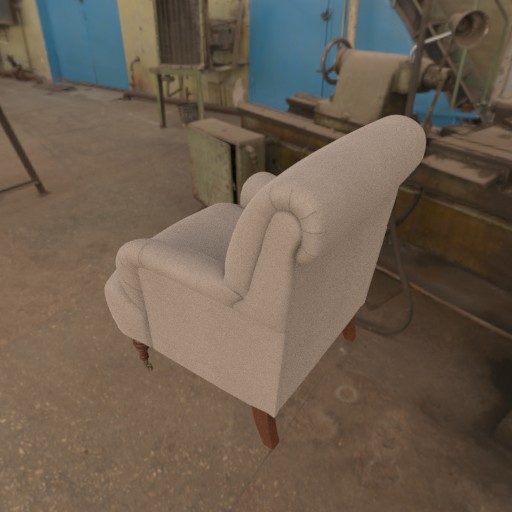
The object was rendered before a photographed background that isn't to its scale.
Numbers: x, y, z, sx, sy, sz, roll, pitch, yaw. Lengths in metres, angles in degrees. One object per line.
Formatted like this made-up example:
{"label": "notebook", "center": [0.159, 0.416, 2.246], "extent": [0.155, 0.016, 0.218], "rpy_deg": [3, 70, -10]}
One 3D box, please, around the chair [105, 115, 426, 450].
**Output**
{"label": "chair", "center": [0.000, 0.000, 1.553], "extent": [0.842, 0.942, 0.766], "rpy_deg": [20, 37, 29]}
